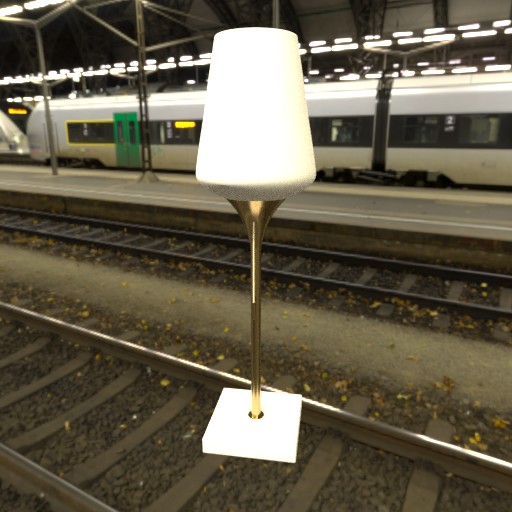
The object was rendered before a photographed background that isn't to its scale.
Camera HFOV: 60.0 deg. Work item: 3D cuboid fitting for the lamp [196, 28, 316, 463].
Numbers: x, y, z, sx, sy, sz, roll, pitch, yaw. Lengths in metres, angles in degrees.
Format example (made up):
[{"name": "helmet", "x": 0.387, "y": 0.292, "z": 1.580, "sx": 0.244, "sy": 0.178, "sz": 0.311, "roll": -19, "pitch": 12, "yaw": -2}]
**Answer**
[{"name": "lamp", "x": 0.000, "y": 0.000, "z": 0.708, "sx": 0.181, "sy": 0.639, "sz": 0.181, "roll": 2, "pitch": 16, "yaw": 9}]
